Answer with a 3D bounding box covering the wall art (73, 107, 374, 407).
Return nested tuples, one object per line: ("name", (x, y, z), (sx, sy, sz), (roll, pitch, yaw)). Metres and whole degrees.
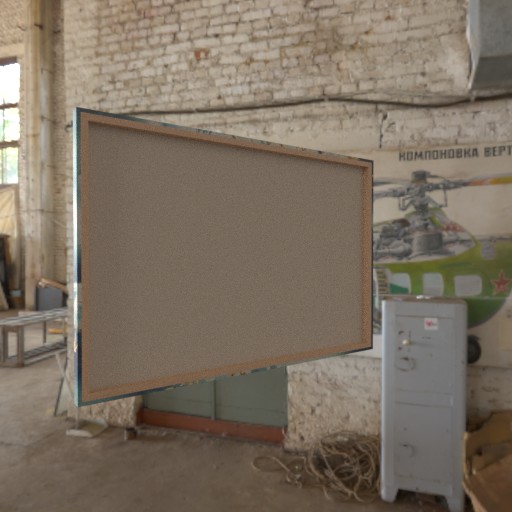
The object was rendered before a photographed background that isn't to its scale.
("wall art", (0.000, 0.000, 1.465), (1.138, 0.759, 0.035), (-1, 1, -36))
